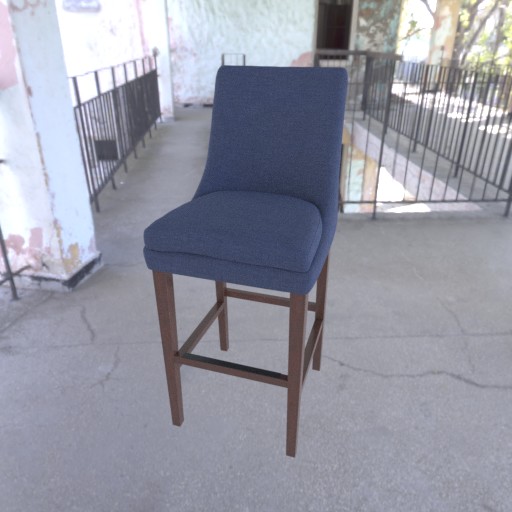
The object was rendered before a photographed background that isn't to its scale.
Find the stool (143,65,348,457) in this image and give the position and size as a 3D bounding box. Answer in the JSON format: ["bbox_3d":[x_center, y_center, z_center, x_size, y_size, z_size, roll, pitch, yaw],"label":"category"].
[{"bbox_3d":[0.000,0.000,1.398,0.470,1.078,0.577,8,27,16],"label":"stool"}]
